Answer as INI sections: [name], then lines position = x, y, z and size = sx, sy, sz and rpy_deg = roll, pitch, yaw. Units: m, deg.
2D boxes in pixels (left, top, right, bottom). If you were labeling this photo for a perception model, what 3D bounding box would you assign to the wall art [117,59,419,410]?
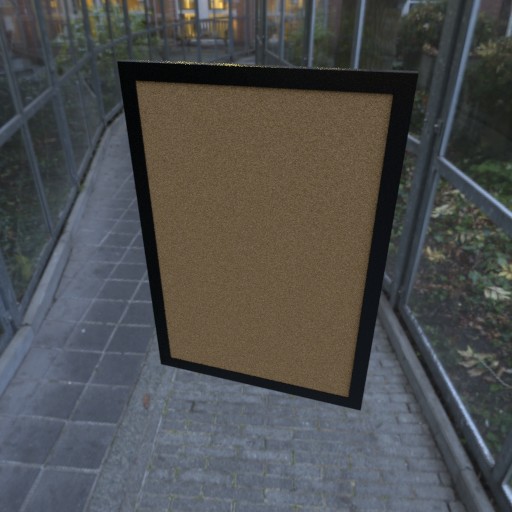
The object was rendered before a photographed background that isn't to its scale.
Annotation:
[wall art]
position = 0.000, 0.000, 0.825
size = 0.462, 0.656, 0.019
rpy_deg = 9, 31, 15
